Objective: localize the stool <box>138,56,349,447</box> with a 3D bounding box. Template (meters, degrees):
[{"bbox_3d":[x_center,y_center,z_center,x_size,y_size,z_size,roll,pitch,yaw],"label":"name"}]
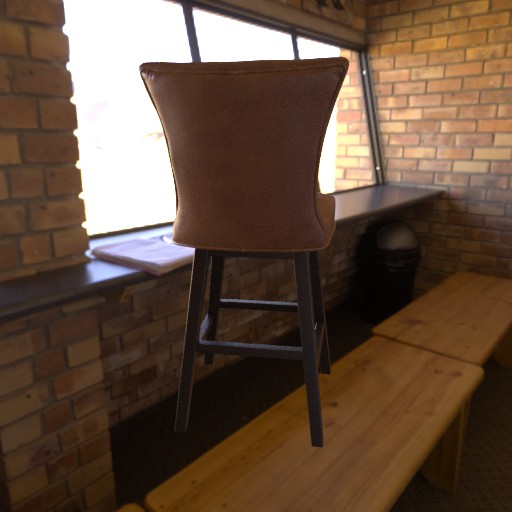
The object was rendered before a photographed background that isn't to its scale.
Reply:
[{"bbox_3d":[0.000,0.000,1.416,0.522,1.094,0.585,2,15,9],"label":"stool"}]
